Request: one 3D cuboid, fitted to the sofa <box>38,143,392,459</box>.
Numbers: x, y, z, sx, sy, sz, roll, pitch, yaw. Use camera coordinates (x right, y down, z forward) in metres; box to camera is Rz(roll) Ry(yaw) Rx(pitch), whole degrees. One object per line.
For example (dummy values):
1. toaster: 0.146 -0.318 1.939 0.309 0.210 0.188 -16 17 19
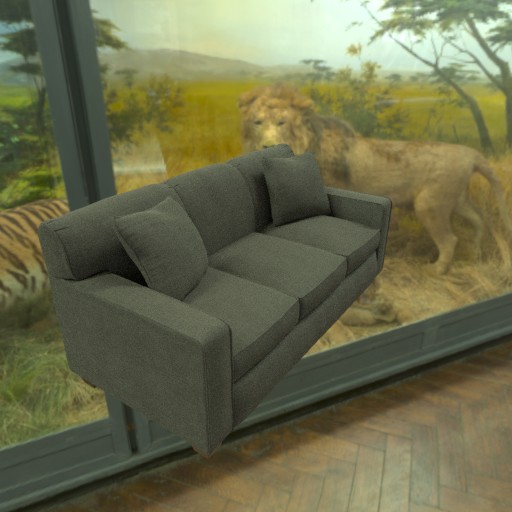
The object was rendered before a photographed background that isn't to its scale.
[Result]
1. sofa: 0.000 0.000 2.621 0.997 0.958 2.024 16 30 31
